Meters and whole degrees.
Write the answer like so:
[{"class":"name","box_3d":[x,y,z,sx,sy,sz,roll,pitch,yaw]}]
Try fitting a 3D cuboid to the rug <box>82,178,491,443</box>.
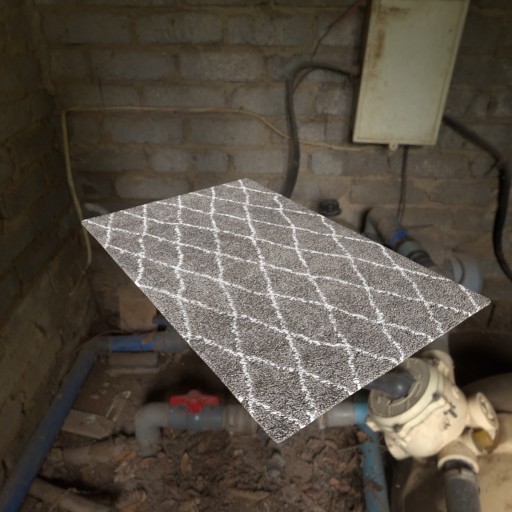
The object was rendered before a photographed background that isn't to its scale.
[{"class":"rug","box_3d":[0.000,0.000,3.366,1.778,0.030,2.743,-20,36,-31]}]
